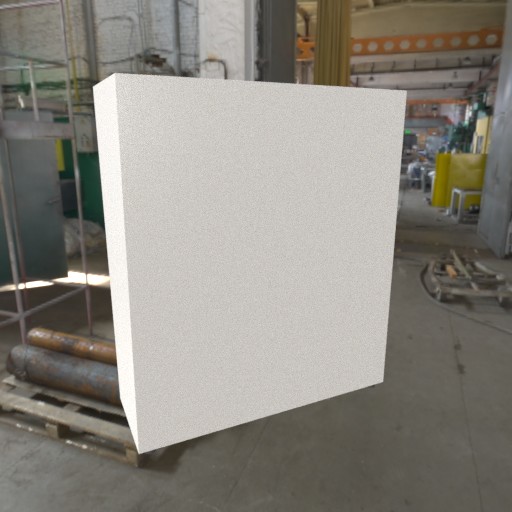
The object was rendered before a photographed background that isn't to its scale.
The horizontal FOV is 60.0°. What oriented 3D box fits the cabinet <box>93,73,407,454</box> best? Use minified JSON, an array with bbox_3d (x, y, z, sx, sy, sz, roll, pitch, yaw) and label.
[{"bbox_3d":[0.000,0.000,1.620,0.990,1.150,0.348,-7,16,-25],"label":"cabinet"}]
